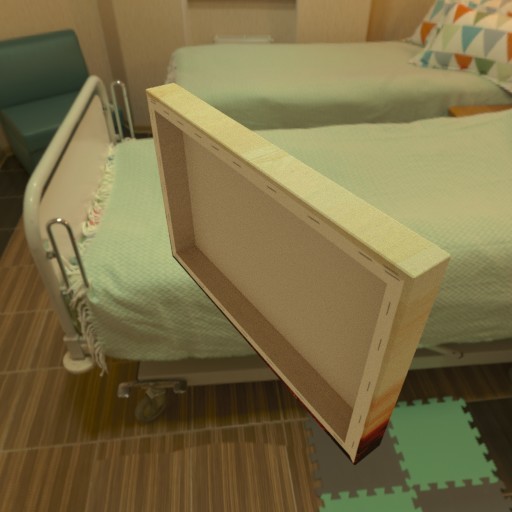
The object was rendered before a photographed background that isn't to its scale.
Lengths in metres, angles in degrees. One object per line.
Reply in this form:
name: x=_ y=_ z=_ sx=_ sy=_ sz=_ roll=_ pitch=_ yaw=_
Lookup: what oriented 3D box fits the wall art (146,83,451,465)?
wall art: x=0.000 y=0.000 z=0.475 sx=0.037 sy=0.251 sz=0.383 roll=-25 pitch=46 yaw=-26
